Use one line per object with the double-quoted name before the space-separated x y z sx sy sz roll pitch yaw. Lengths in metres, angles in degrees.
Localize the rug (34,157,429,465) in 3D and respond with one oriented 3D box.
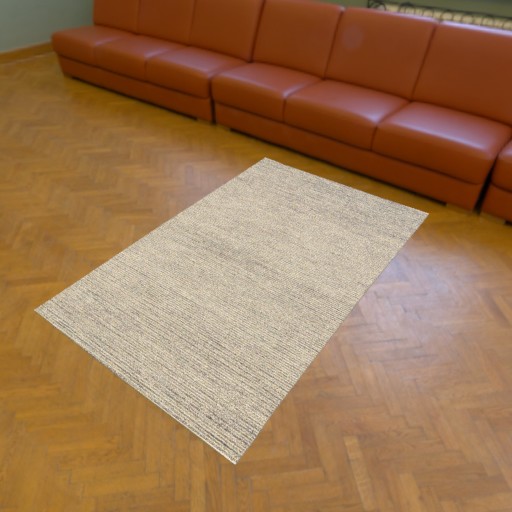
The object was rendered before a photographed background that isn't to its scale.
"rug" 0.000 0.000 2.278 1.162 0.022 1.804 26 47 27
